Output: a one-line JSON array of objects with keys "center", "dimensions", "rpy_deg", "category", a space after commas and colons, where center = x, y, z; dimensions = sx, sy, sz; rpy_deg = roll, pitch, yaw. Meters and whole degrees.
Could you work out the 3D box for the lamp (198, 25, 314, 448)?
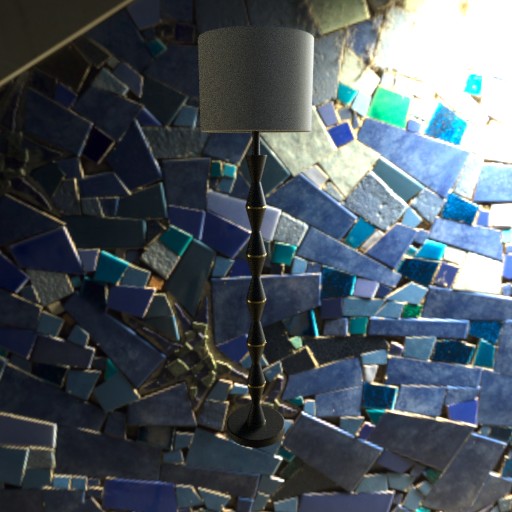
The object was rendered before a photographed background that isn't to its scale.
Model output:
[{"center": [0.000, 0.000, 1.652], "dimensions": [0.381, 1.480, 0.381], "rpy_deg": [2, 15, 9], "category": "lamp"}]
